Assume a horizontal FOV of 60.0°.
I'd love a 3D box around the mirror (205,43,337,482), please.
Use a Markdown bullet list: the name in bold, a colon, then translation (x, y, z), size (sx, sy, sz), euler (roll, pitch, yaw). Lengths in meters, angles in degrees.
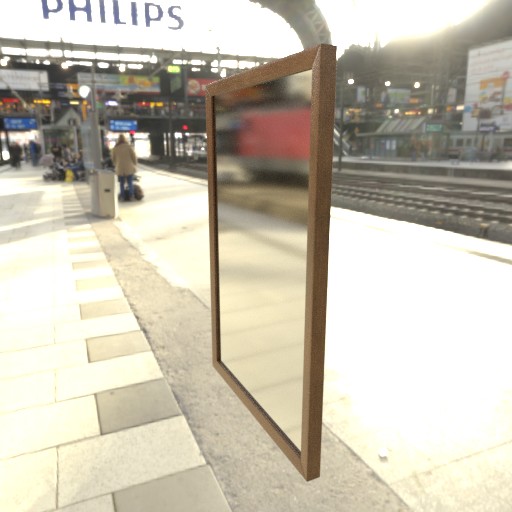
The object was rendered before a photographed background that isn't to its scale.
- **mirror**: translation (0.000, 0.000, 1.168), size (0.040, 0.915, 0.609), euler (-7, 15, -25)
